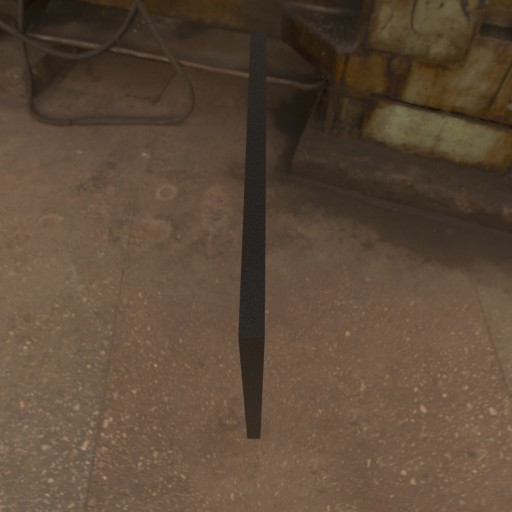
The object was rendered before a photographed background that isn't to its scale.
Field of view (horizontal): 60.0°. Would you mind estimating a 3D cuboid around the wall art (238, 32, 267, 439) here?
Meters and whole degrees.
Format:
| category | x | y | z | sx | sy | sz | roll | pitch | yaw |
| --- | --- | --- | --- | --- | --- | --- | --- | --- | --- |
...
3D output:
| category | x | y | z | sx | sy | sz | roll | pitch | yaw |
| --- | --- | --- | --- | --- | --- | --- | --- | --- | --- |
| wall art | 0.000 | 0.000 | 1.158 | 0.038 | 0.762 | 0.762 | 1 | 57 | 1 |
